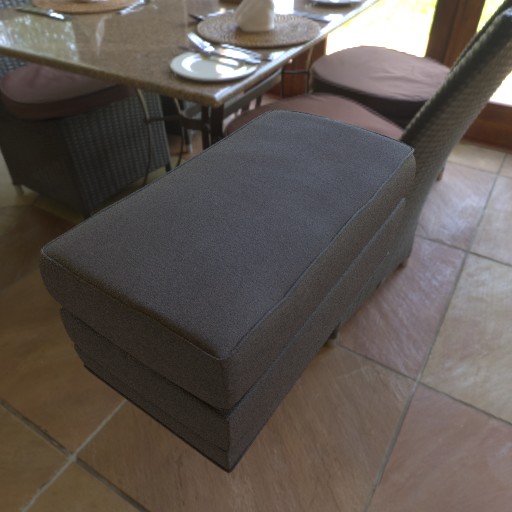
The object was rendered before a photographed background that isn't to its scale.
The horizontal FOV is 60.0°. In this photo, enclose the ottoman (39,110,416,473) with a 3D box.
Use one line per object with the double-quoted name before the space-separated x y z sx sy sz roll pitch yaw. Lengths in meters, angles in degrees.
"ottoman" 0.000 0.000 1.131 0.490 0.448 0.864 25 47 26
